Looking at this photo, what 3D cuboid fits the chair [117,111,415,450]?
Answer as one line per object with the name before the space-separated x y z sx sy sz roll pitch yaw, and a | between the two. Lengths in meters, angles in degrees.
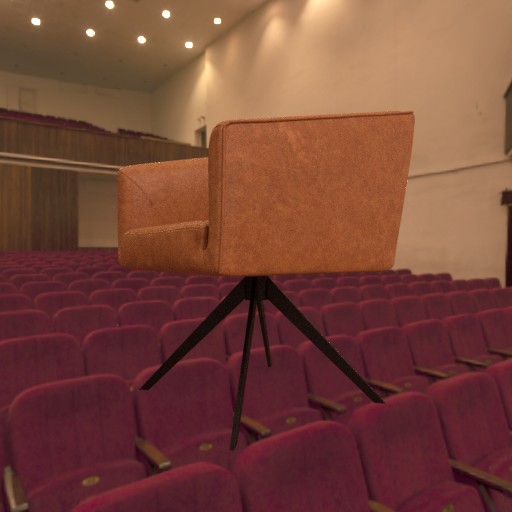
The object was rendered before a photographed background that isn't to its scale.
chair | 0.000 0.000 1.203 0.625 0.760 0.588 0 0 -36
